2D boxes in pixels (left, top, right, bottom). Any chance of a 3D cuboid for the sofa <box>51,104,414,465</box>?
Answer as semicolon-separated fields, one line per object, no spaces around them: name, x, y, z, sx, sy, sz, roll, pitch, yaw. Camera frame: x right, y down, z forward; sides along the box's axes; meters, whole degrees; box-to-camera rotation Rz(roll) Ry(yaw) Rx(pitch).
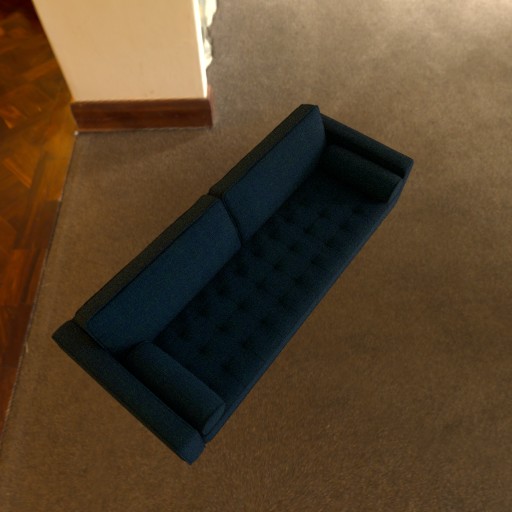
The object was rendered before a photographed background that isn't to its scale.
sofa;0.000;0.000;2.678;0.914;0.762;2.210;34;64;19
